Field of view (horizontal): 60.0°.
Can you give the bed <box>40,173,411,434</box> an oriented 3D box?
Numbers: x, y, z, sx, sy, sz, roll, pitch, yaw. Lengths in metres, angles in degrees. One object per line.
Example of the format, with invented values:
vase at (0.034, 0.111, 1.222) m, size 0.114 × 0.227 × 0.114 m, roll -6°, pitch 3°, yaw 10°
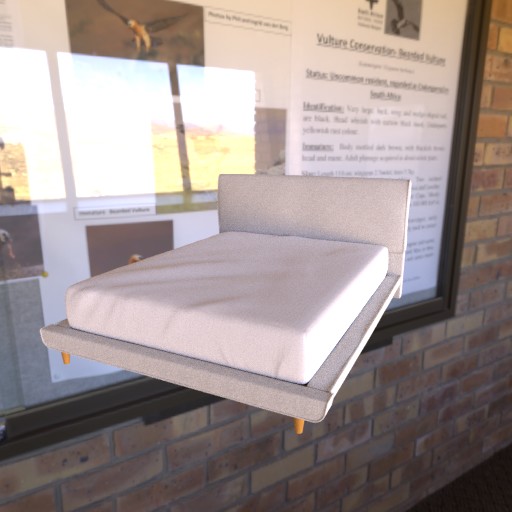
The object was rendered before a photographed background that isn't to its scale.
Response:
bed at (0.000, 0.000, 3.514) m, size 1.980 × 1.126 × 2.498 m, roll 7°, pitch 16°, yaw 25°
